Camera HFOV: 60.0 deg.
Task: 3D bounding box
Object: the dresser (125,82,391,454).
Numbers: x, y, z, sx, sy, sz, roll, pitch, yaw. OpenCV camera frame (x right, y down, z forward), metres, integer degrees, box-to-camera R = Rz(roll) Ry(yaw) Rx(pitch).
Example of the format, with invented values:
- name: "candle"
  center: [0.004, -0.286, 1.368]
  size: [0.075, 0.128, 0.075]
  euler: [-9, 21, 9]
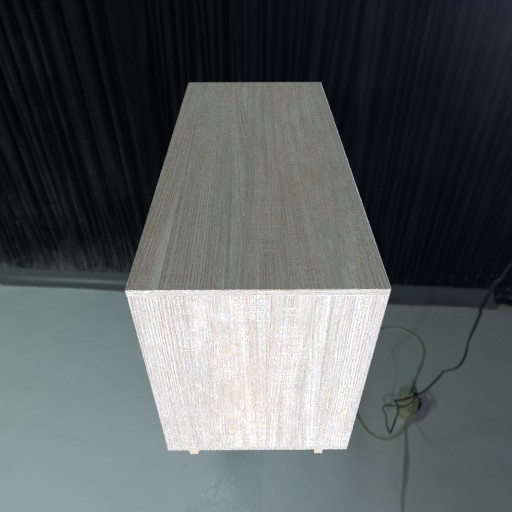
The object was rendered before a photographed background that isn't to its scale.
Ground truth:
- name: "dresser"
  center: [0.000, 0.000, 1.507]
  size: [0.500, 0.780, 1.110]
  euler: [0, 40, 0]
